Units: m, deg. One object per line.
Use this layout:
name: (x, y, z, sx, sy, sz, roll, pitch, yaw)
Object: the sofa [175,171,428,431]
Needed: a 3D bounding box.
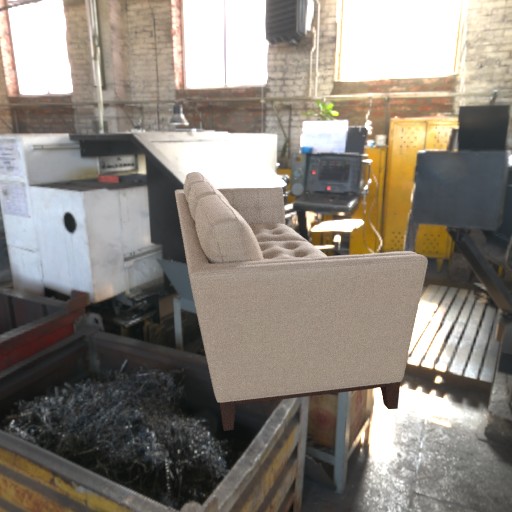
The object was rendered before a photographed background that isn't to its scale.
sofa: (0.000, 0.000, 2.901, 0.965, 0.940, 2.388, -3, 16, -11)
